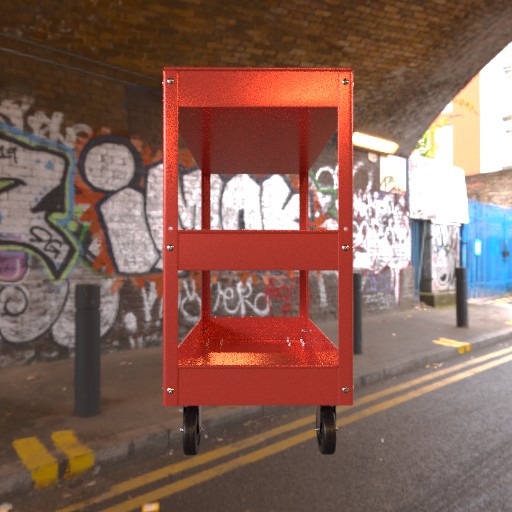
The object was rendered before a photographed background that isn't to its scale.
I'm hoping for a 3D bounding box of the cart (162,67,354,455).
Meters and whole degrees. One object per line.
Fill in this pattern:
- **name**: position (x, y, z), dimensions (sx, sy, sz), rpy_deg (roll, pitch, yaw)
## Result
- **cart**: position (0.000, 0.000, 1.168), dimensions (0.366, 0.780, 0.719), rpy_deg (0, 0, -1)
